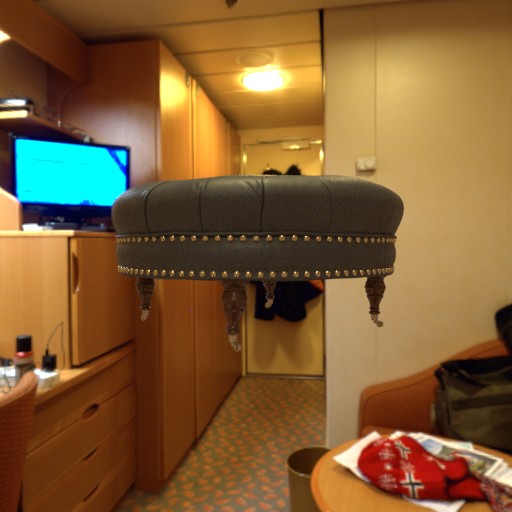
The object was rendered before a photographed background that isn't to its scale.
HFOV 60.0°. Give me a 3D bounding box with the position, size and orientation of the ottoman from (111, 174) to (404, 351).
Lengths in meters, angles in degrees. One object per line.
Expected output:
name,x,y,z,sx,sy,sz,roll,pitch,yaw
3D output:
ottoman,0.000,0.000,1.422,0.901,0.439,0.901,0,1,0
